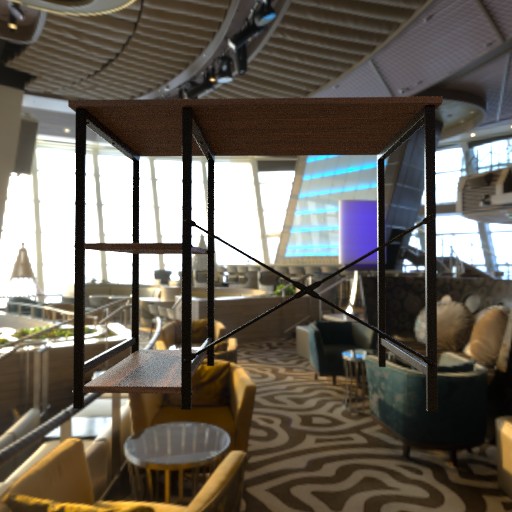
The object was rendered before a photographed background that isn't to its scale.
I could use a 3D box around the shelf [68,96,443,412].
[{"bbox_3d":[0.000,0.000,1.308,0.902,0.750,0.498,0,-1,1],"label":"shelf"}]
